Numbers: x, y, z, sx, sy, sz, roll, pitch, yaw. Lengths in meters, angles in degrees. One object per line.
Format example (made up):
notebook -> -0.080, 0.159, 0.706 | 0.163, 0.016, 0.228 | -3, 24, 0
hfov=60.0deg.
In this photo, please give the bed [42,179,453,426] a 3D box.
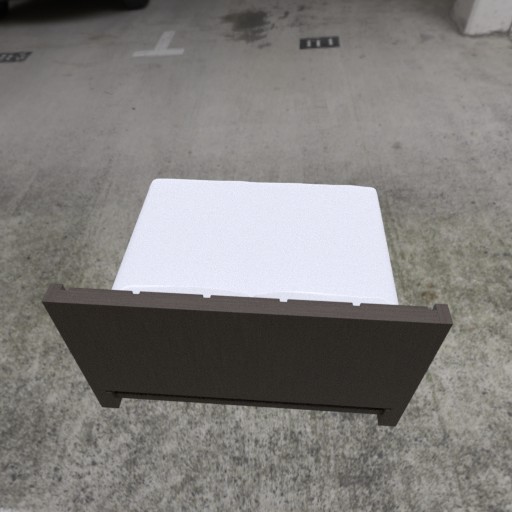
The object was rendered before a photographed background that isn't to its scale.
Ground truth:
bed -> 0.000, 0.000, 3.438 | 2.134, 1.270, 2.012 | 3, 47, 3
